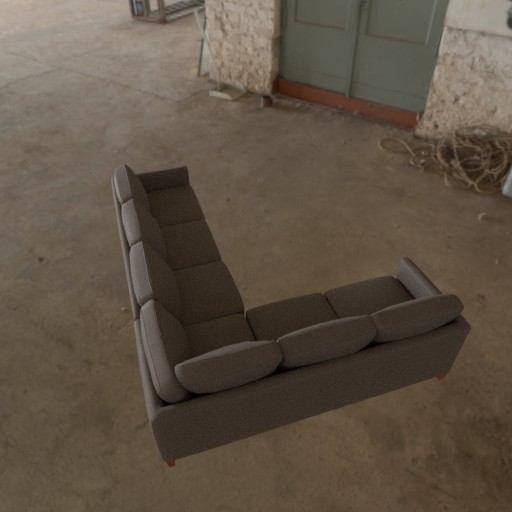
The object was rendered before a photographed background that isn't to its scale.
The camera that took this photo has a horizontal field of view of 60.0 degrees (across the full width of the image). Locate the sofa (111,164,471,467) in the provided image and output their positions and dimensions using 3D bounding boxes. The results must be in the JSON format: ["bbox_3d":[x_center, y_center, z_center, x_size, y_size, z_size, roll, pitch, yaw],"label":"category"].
[{"bbox_3d":[0.000,0.000,4.535,2.593,0.947,3.302,-12,43,-14],"label":"sofa"}]
